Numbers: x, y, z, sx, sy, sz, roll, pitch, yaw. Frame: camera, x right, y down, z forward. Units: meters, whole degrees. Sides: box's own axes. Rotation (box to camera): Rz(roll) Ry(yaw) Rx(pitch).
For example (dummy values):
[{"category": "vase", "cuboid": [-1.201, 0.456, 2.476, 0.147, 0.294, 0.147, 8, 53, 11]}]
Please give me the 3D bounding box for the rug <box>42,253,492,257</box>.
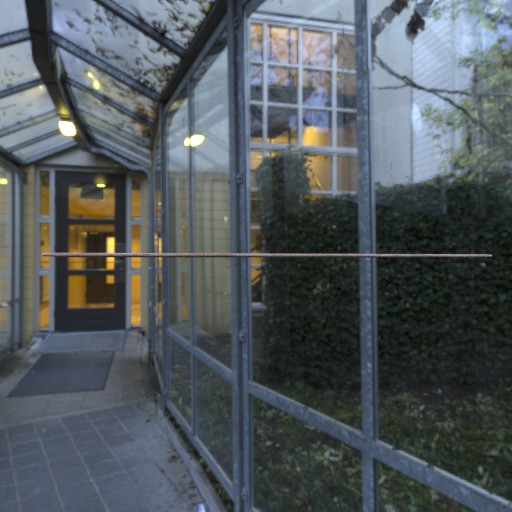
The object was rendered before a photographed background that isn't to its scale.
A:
[{"category": "rug", "cuboid": [0.000, 0.000, 2.943, 2.390, 0.015, 1.609, 0, 0, -18]}]
